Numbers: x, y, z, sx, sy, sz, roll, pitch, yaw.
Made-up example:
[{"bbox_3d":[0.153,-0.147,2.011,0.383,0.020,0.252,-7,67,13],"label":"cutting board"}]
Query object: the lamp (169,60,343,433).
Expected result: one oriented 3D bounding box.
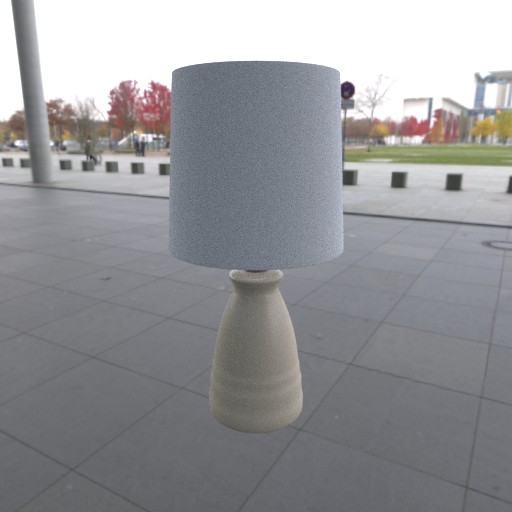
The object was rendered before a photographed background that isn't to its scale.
[{"bbox_3d":[0.000,0.000,0.484,0.186,0.369,0.186,0,15,0],"label":"lamp"}]
